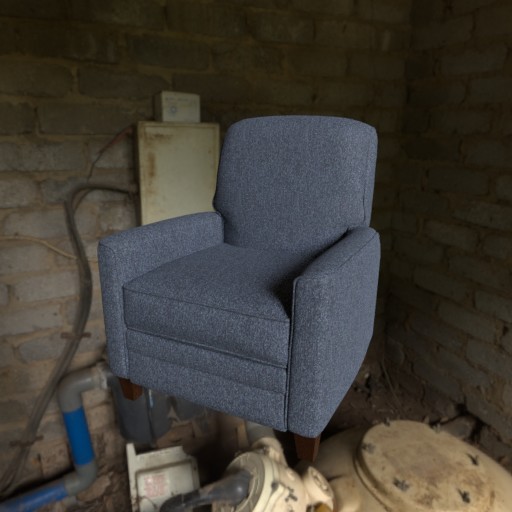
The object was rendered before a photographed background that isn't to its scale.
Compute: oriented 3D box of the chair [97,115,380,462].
[{"bbox_3d":[0.000,0.000,1.665,0.839,1.016,0.850,8,19,25],"label":"chair"}]
